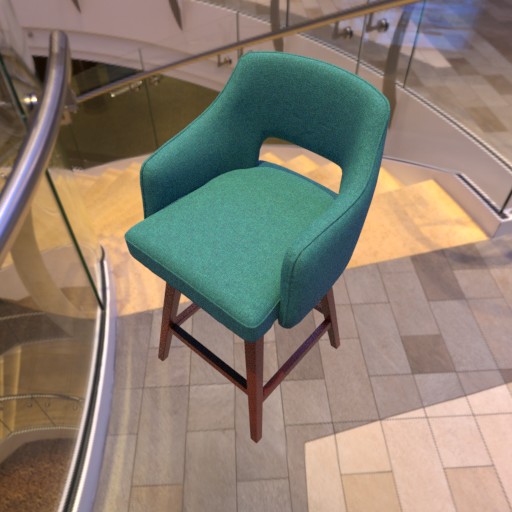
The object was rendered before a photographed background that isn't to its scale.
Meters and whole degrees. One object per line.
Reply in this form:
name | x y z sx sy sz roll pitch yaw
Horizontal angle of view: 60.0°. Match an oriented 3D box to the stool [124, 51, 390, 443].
stool | 0.000 0.000 1.296 0.548 0.961 0.556 32 54 27
